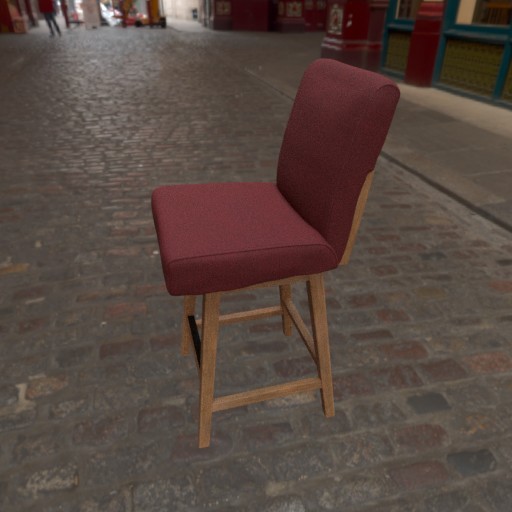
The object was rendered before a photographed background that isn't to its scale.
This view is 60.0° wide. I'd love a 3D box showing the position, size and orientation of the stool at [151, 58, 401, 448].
[{"bbox_3d":[0.000,0.000,1.325,0.562,1.038,0.468,-8,32,-13],"label":"stool"}]
